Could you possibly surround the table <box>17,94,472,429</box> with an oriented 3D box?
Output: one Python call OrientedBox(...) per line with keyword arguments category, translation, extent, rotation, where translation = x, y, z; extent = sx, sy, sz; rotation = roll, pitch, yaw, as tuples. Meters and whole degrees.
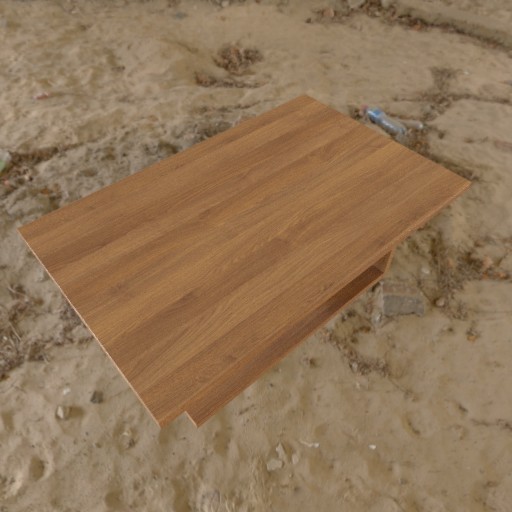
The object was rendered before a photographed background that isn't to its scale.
OrientedBox(category="table", translation=(0.000, 0.000, 1.422), extent=(1.100, 0.442, 0.700), rotation=(-33, 56, -26))
